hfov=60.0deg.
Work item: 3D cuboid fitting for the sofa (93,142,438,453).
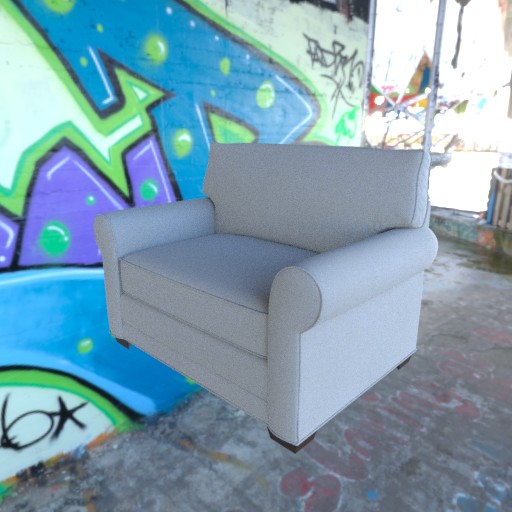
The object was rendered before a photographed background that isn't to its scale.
[{"bbox_3d":[0.000,0.000,2.090,1.405,1.006,0.937,15,22,42],"label":"sofa"}]
